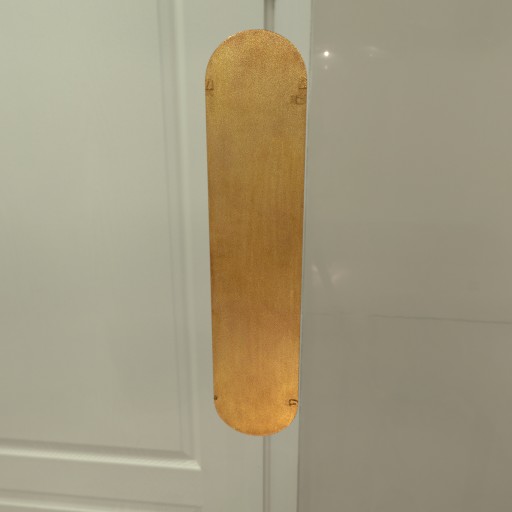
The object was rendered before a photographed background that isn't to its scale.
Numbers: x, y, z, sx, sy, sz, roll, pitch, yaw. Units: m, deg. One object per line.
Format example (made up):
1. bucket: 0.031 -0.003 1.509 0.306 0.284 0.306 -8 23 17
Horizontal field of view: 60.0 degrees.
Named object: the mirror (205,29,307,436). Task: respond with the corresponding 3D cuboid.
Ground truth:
1. mirror: 0.000 0.000 1.069 0.222 0.991 0.032 2 15 6
